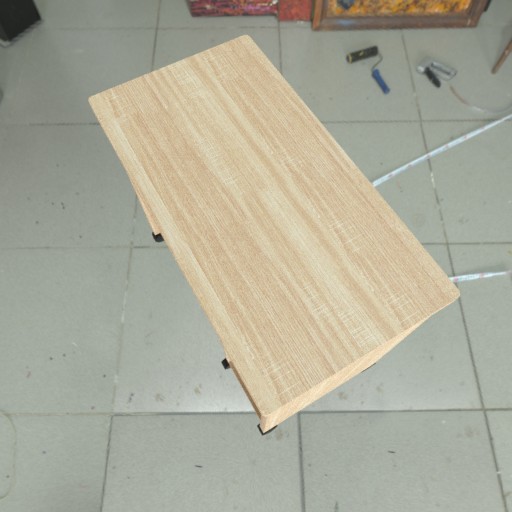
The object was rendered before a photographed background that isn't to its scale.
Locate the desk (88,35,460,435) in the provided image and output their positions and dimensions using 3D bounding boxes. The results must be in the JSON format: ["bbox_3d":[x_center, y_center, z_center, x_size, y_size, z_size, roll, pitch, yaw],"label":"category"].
[{"bbox_3d":[0.000,0.000,1.361,0.480,0.770,0.884,-28,68,-12],"label":"desk"}]
